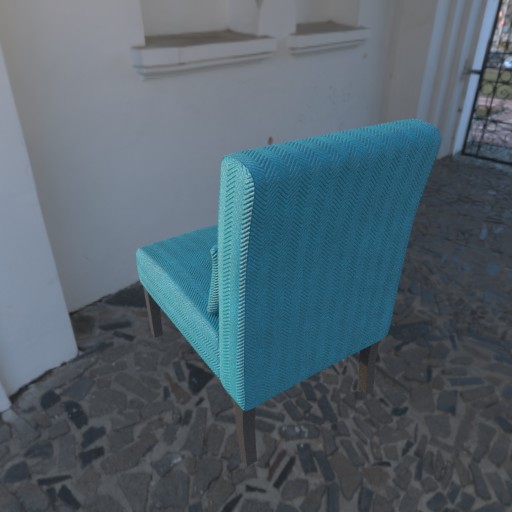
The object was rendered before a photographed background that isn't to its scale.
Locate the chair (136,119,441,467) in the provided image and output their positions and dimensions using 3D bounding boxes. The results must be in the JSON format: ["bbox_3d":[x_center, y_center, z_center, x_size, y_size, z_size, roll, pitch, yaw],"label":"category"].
[{"bbox_3d":[0.000,0.000,1.443,0.579,0.927,0.808,-19,35,-29],"label":"chair"}]
